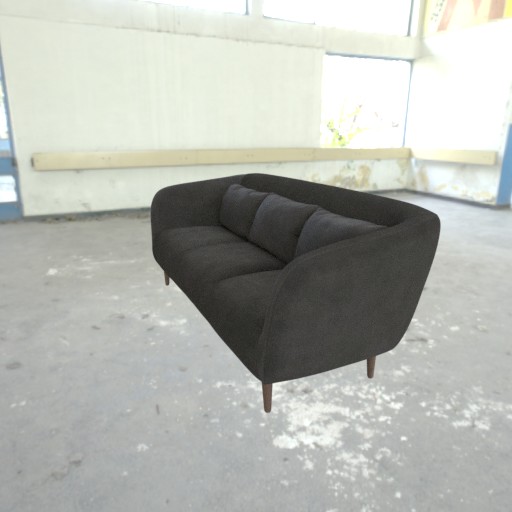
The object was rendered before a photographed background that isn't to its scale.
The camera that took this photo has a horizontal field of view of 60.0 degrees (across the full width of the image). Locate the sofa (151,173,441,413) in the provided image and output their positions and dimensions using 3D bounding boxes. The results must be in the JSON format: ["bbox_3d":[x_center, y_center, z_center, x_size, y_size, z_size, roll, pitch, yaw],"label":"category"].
[{"bbox_3d":[0.000,0.000,2.791,0.956,0.875,2.296,-7,17,-24],"label":"sofa"}]
